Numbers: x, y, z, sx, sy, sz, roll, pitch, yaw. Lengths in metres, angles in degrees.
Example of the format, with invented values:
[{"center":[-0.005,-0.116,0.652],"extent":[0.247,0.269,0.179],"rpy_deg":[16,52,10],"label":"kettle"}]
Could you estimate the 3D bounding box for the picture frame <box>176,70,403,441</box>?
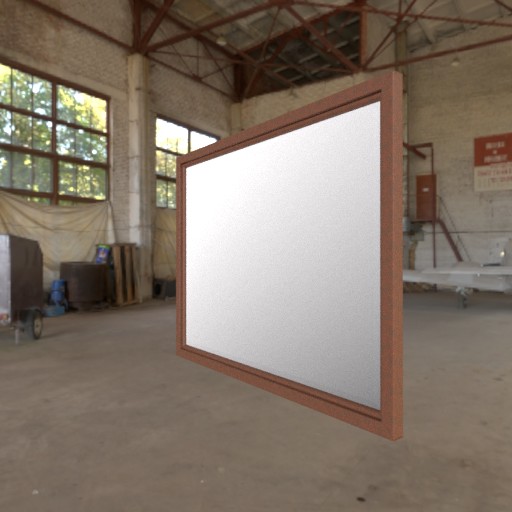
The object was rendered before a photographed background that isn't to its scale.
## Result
[{"center":[0.000,0.000,1.761],"extent":[0.045,1.018,1.329],"rpy_deg":[0,0,-36],"label":"picture frame"}]
